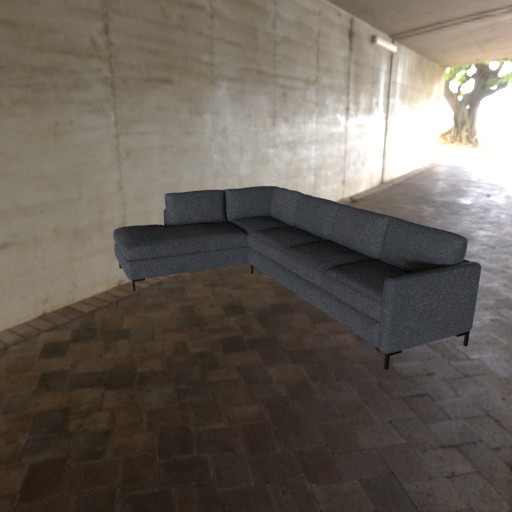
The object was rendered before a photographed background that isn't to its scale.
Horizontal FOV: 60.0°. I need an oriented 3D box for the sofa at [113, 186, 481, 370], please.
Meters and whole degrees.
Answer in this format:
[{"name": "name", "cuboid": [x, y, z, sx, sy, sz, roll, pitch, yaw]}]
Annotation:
[{"name": "sofa", "cuboid": [0.000, 0.000, 3.872, 2.007, 0.815, 2.949, -8, 19, -25]}]
